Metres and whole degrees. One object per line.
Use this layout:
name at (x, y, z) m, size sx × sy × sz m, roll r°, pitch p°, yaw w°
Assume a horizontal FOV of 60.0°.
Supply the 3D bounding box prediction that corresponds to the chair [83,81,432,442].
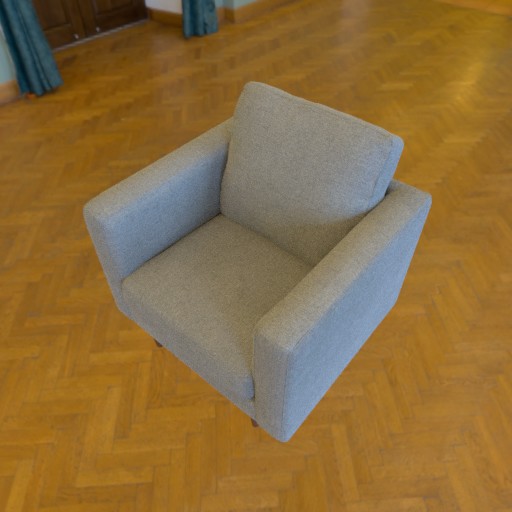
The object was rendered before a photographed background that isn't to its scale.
chair at (0.000, 0.000, 1.573) m, size 0.855 × 0.927 × 0.800 m, roll 31°, pitch 54°, yaw 27°
